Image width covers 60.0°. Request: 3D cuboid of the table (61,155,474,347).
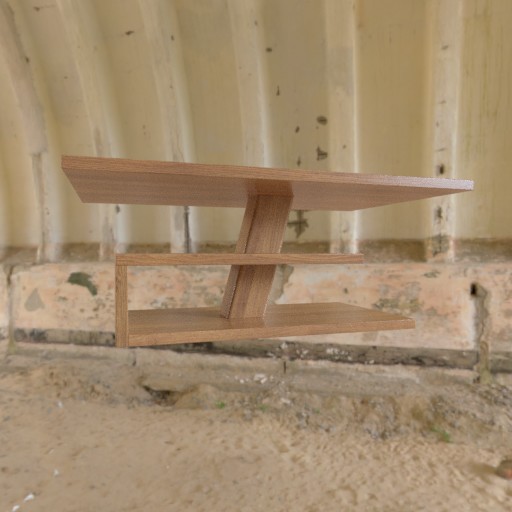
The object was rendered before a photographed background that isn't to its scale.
[{"bbox_3d":[0.000,0.000,1.449,1.100,0.442,0.700,0,1,-18],"label":"table"}]
